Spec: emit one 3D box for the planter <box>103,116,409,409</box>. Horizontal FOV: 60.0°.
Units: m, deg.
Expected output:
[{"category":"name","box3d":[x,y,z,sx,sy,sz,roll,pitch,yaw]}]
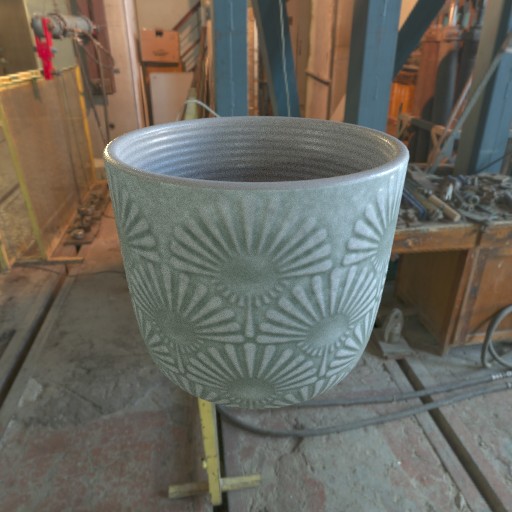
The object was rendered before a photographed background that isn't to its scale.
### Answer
[{"category":"planter","box3d":[0.000,0.000,0.211,0.124,0.109,0.124,0,27,0]}]
